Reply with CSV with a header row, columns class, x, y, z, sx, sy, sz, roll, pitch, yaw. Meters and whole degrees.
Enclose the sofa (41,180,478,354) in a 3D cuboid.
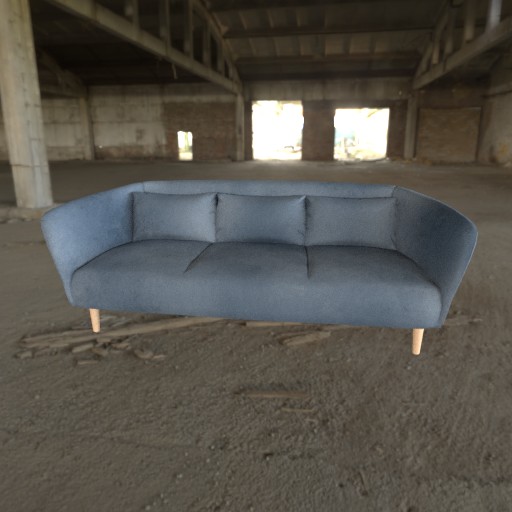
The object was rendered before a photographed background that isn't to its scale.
class,x,y,z,sx,sy,sz,roll,pitch,yaw
sofa,0.000,0.000,2.543,2.095,0.795,0.849,2,15,9
